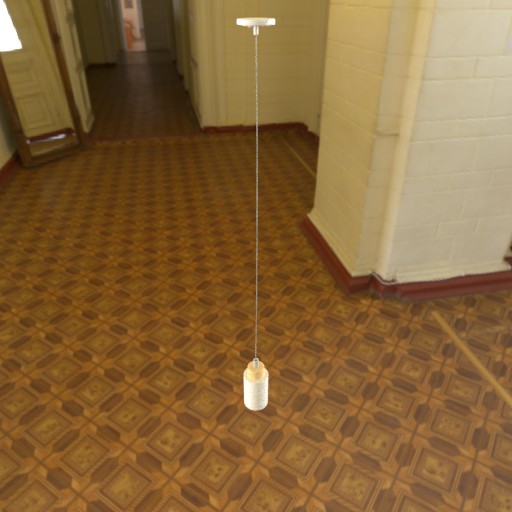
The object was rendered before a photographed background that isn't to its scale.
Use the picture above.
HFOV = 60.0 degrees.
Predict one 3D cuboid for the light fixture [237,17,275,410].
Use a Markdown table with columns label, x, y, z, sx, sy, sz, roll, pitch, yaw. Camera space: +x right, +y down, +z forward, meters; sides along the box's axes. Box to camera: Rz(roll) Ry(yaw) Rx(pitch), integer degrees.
| label | x | y | z | sx | sy | sz | roll | pitch | yaw |
| --- | --- | --- | --- | --- | --- | --- | --- | --- | --- |
| light fixture | 0.000 | 0.000 | 1.902 | 0.125 | 1.798 | 0.125 | 19 | 35 | 28 |
